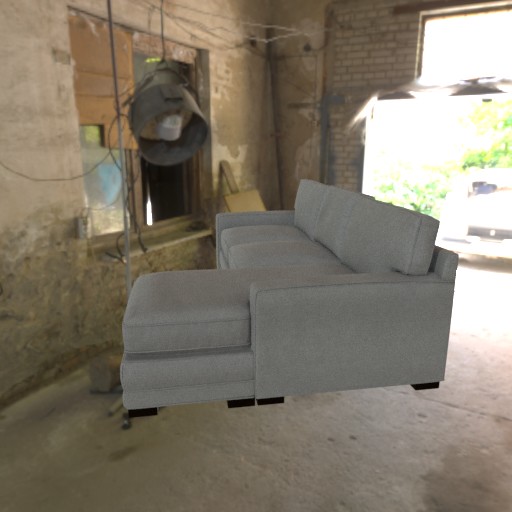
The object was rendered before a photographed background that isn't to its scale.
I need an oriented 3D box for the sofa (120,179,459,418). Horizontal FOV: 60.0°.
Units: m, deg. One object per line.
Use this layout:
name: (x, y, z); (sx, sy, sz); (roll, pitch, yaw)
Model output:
sofa: (0.000, 0.000, 2.900); (1.496, 0.861, 2.087); (-2, 15, -9)
